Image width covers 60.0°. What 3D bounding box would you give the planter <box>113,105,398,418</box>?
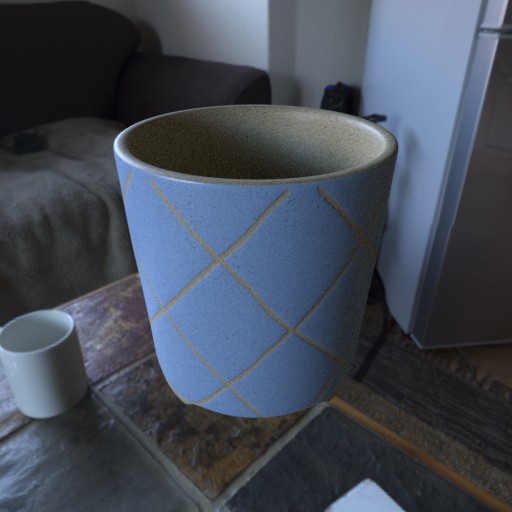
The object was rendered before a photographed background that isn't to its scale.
[{"bbox_3d":[0.000,0.000,0.425,0.227,0.235,0.227,0,30,0],"label":"planter"}]
